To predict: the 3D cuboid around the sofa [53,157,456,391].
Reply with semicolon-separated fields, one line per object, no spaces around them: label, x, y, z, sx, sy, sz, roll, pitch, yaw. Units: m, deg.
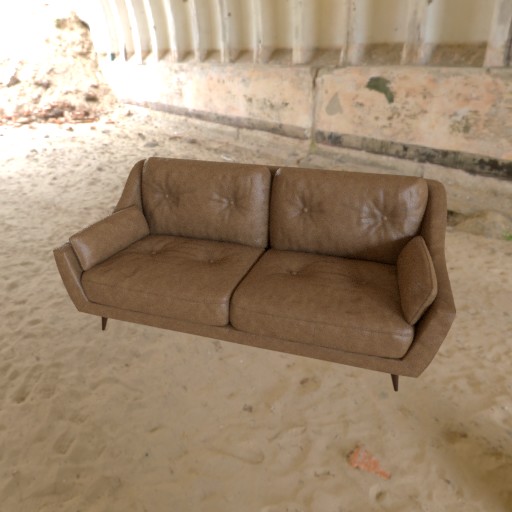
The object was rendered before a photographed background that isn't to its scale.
sofa;0.000;0.000;2.370;1.902;0.839;0.904;8;26;16
